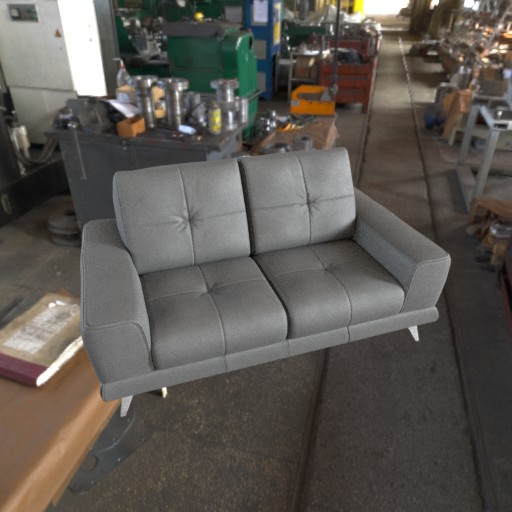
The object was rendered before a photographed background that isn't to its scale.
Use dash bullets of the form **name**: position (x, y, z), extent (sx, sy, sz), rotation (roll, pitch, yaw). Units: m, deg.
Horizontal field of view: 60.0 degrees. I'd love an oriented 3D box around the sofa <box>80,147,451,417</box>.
- **sofa**: position (0.000, 0.000, 2.419), extent (1.806, 0.907, 1.018), rotation (-10, 32, -16)
